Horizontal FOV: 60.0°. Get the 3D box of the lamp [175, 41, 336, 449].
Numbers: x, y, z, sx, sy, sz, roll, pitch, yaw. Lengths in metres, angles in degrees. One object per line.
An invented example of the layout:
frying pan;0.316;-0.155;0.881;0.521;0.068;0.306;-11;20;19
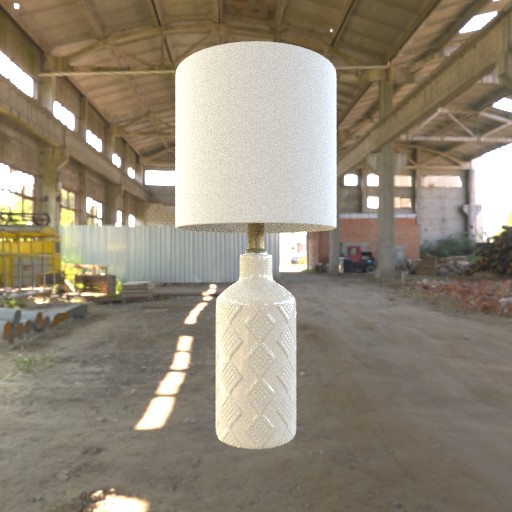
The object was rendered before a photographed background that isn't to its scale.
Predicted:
lamp;0.000;0.000;0.578;0.207;0.461;0.207;0;0;-37
